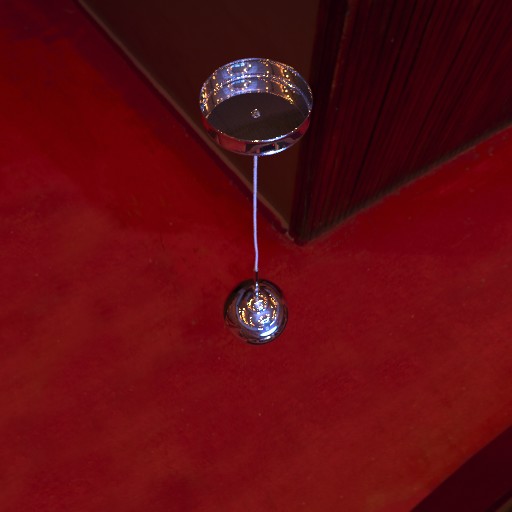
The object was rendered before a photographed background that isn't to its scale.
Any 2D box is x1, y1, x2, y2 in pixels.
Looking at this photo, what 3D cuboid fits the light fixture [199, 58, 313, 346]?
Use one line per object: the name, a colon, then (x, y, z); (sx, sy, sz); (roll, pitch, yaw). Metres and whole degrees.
light fixture: (0.000, 0.000, 1.655); (0.336, 1.538, 0.336); (-35, 68, -16)
